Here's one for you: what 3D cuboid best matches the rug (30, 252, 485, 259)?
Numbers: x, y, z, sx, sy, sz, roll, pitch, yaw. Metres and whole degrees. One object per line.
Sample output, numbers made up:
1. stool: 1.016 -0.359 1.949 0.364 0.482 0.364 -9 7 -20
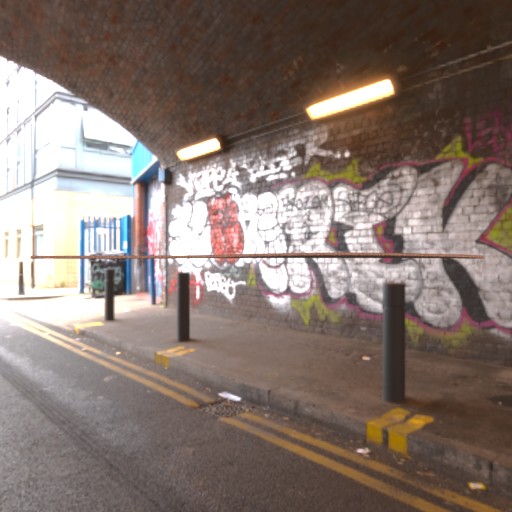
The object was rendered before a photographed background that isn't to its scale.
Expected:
1. rug: 0.000 0.000 4.164 3.052 0.043 2.453 0 0 -1
